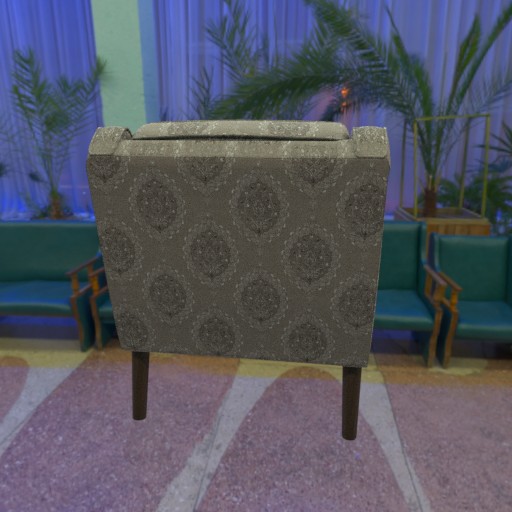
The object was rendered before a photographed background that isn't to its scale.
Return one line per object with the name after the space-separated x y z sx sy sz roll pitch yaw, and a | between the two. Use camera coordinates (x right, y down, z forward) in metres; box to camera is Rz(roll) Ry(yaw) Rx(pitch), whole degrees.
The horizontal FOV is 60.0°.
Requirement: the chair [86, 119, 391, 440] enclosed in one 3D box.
0.000 0.000 1.364 0.665 0.797 0.750 2 17 8 | chair
